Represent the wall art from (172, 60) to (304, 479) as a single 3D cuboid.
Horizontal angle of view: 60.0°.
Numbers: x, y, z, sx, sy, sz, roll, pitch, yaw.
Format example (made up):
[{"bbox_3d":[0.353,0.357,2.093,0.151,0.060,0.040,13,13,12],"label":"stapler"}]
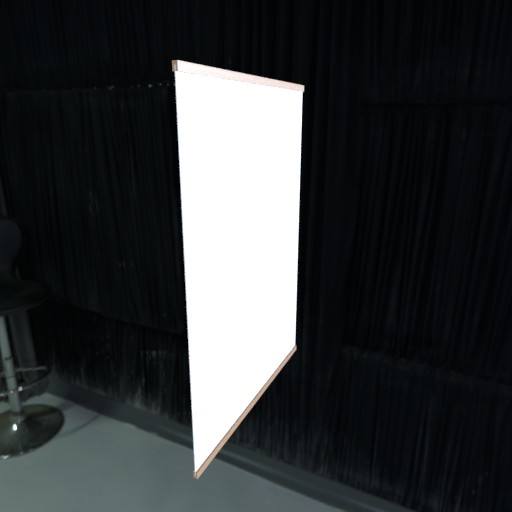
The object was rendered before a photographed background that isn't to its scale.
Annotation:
[{"bbox_3d":[0.000,0.000,1.349,0.013,1.016,0.758,8,19,24],"label":"wall art"}]
